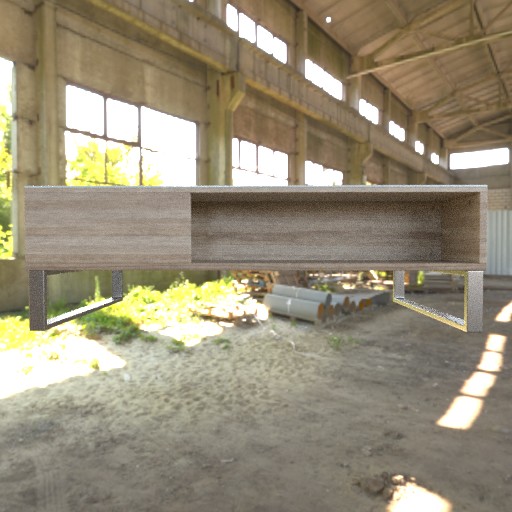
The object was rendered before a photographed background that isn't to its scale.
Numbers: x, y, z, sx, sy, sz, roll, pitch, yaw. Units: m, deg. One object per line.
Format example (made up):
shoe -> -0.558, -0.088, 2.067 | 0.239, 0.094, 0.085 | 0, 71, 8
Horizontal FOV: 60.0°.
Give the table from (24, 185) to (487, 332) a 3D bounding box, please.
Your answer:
table -> 0.000, 0.000, 1.356 | 1.100, 0.350, 0.600 | 0, 1, 1
